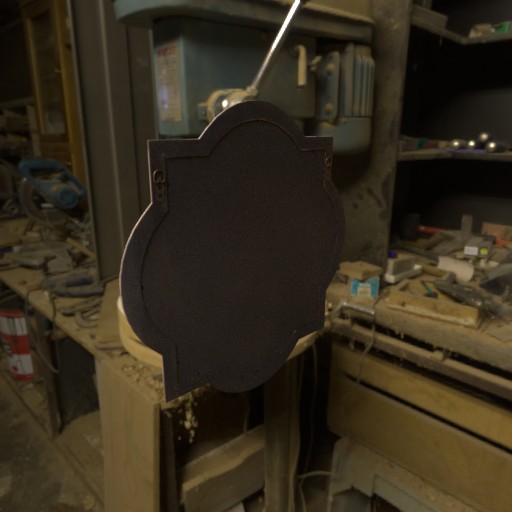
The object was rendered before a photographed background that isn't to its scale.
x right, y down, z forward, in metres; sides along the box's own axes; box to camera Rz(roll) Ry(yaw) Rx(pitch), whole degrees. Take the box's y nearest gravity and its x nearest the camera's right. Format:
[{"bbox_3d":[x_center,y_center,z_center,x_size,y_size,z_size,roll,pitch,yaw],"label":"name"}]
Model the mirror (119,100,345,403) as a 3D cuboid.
[{"bbox_3d":[0.000,0.000,1.060,0.686,0.686,0.019,-15,22,-41],"label":"mirror"}]
